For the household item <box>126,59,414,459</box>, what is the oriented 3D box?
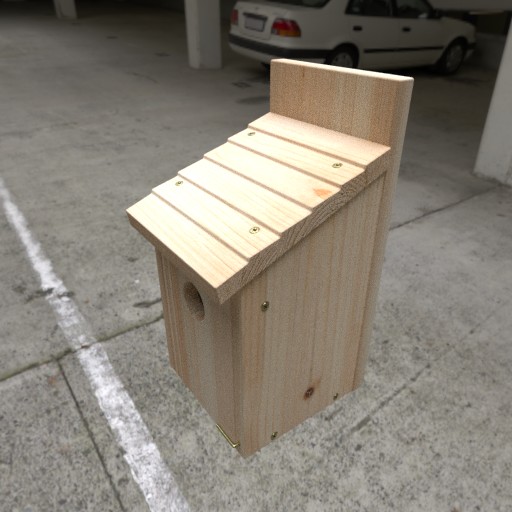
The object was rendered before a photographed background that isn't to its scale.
[{"bbox_3d":[0.000,0.000,0.395,0.171,0.300,0.149,-20,35,-31],"label":"household item"}]
